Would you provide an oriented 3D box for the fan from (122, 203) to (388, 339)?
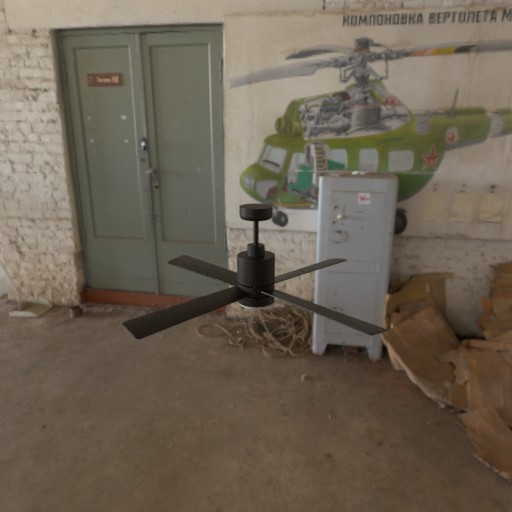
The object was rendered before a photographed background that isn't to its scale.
[{"bbox_3d":[0.000,0.000,2.356,1.525,0.534,1.525,-15,22,-41],"label":"fan"}]
